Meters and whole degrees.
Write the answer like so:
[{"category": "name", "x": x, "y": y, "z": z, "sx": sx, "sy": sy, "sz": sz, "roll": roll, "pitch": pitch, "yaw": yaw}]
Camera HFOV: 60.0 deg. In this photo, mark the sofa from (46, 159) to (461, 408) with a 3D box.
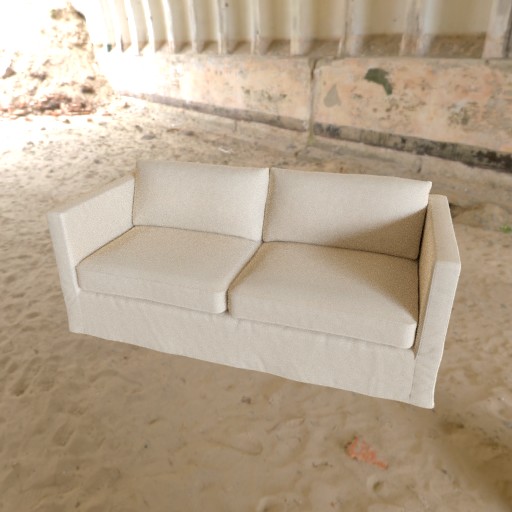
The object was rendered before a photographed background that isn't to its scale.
[{"category": "sofa", "x": 0.000, "y": 0.000, "z": 2.479, "sx": 1.987, "sy": 0.870, "sz": 0.940, "roll": 8, "pitch": 27, "yaw": 16}]
